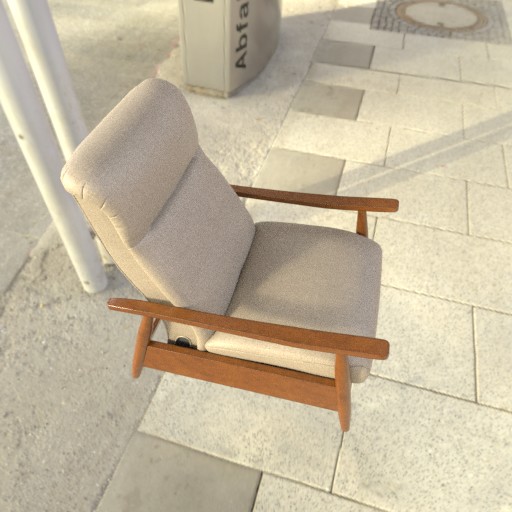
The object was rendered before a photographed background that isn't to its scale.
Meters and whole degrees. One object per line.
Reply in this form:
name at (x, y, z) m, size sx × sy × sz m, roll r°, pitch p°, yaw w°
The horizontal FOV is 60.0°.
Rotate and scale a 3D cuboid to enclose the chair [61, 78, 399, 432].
chair at (0.000, 0.000, 1.737) m, size 1.032 × 1.082 × 0.762 m, roll 11°, pitch 48°, yaw 10°
